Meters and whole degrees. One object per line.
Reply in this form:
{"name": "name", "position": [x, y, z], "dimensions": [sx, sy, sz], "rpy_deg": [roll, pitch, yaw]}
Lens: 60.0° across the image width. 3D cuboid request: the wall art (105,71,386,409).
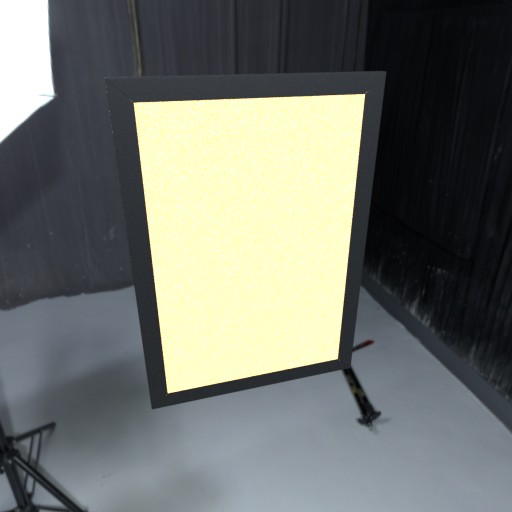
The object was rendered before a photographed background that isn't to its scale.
{"name": "wall art", "position": [0.000, 0.000, 0.603], "dimensions": [0.326, 0.459, 0.011], "rpy_deg": [-7, 27, -15]}
